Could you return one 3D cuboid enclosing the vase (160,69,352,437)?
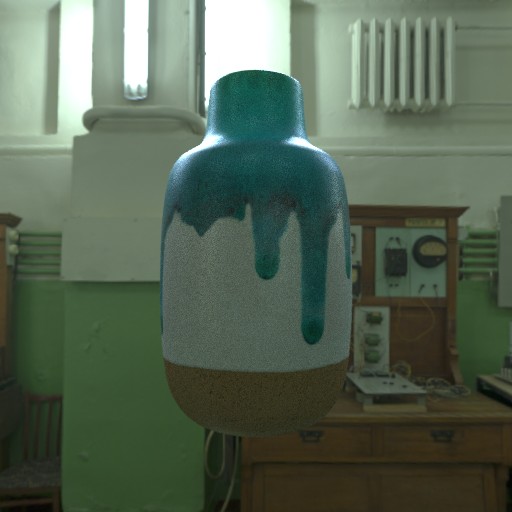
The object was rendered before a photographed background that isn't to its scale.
[{"bbox_3d":[0.000,0.000,0.250,0.106,0.192,0.106,0,-2,0],"label":"vase"}]
